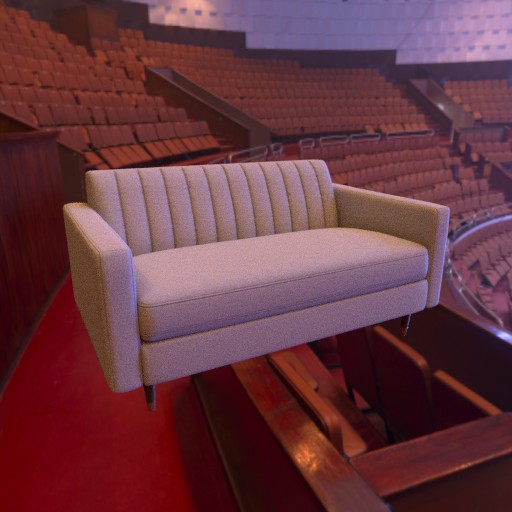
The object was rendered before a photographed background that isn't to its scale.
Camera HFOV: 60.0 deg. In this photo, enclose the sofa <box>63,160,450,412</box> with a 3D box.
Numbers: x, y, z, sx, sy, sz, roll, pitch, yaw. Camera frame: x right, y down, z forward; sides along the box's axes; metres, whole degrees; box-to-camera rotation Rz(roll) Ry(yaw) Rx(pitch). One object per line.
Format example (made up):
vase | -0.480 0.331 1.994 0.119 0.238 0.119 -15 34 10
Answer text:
sofa | 0.000 0.000 2.137 1.585 0.801 0.950 -9 19 -27
